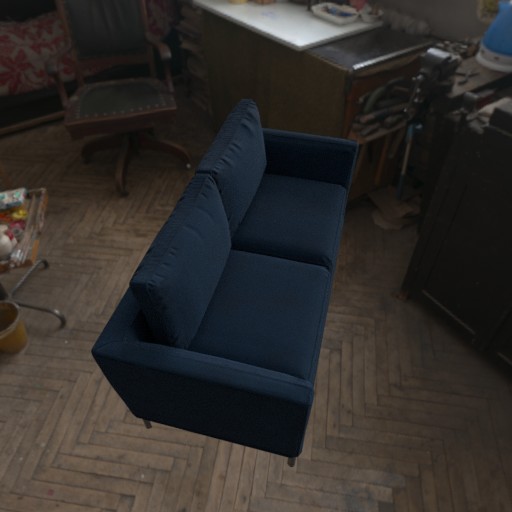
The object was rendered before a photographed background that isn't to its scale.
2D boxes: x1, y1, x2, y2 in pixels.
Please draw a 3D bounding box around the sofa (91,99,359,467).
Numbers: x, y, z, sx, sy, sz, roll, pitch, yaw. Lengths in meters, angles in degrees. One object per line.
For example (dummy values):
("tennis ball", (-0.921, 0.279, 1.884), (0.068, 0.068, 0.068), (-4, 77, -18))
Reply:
("sofa", (0.000, 0.000, 2.362), (0.853, 1.002, 1.770), (11, 47, 10))
